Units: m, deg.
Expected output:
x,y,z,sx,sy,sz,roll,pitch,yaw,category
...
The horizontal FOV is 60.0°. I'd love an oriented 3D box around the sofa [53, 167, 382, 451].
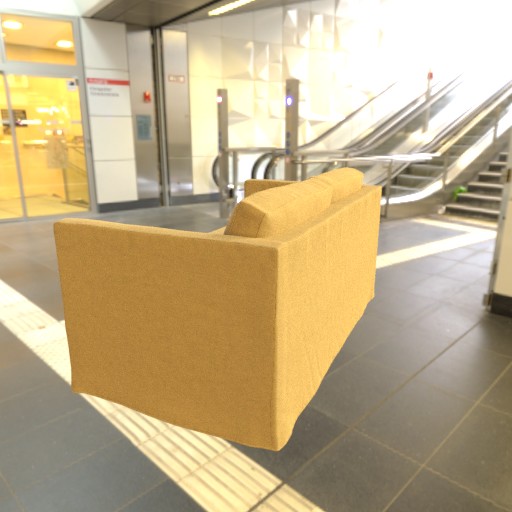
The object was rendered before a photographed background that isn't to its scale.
x,y,z,sx,sy,sz,roll,pitch,yaw,category
0.000,0.000,2.280,0.962,0.835,1.719,7,17,24,sofa
